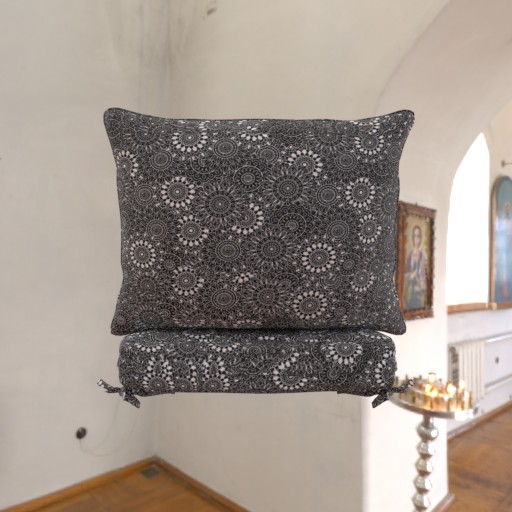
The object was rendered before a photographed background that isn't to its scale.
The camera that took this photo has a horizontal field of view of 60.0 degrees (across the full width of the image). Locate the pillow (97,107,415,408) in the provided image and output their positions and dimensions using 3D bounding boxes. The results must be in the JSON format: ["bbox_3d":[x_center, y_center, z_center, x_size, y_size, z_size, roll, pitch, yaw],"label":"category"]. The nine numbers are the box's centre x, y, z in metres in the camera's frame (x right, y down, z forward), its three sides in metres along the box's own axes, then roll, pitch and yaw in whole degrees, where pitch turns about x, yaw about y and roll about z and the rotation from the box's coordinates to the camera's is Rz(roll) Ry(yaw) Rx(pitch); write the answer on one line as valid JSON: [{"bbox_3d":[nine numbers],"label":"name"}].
[{"bbox_3d":[0.000,0.000,1.367,0.798,0.722,0.740,0,0,0],"label":"pillow"}]
